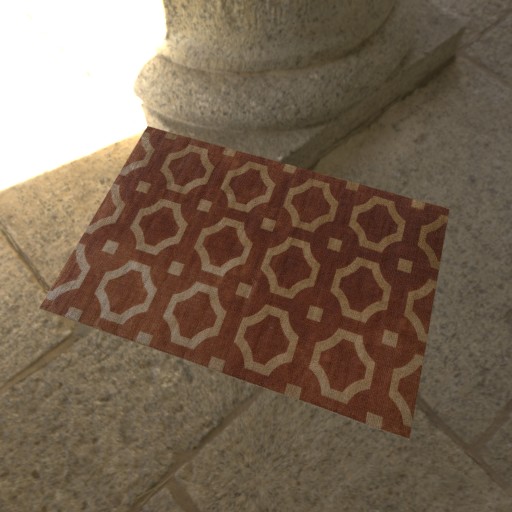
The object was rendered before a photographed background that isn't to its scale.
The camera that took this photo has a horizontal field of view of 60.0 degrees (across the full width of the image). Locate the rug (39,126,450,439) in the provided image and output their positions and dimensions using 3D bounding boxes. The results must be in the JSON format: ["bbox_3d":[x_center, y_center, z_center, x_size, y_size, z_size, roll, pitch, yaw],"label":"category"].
[{"bbox_3d":[0.000,0.000,2.879,2.286,0.016,1.555,17,65,8],"label":"rug"}]
